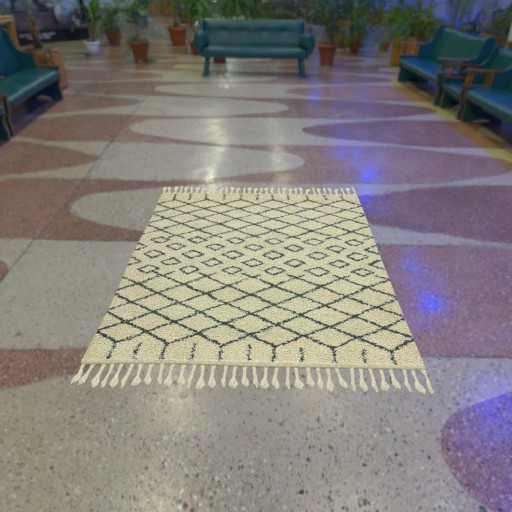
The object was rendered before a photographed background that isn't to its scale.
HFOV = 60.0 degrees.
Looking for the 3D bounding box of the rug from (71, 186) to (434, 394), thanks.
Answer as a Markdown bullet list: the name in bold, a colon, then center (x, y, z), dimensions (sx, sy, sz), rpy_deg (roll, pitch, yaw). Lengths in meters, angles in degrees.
- **rug**: center (0.000, 0.000, 4.223), dimensions (2.388, 0.030, 3.213), rpy_deg (1, 33, 1)
